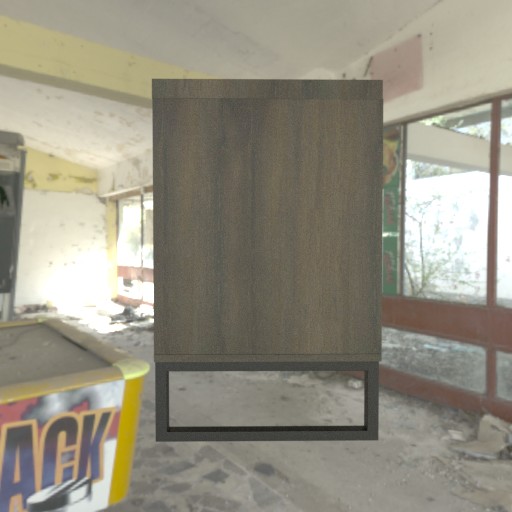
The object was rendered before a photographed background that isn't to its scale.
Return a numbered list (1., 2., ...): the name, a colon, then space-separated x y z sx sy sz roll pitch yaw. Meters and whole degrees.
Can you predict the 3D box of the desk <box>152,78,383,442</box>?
1. desk: 0.000 0.000 1.482 0.511 0.752 1.134 0 1 -1
